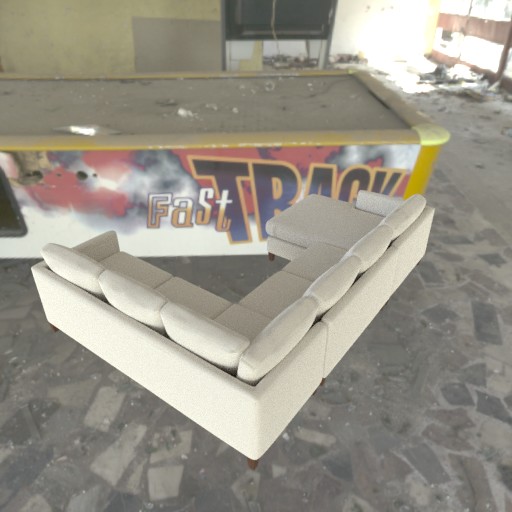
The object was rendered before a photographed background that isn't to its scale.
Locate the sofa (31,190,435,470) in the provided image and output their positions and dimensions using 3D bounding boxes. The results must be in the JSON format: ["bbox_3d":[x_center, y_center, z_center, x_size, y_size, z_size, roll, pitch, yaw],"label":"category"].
[{"bbox_3d":[0.000,0.000,4.641,2.593,0.956,3.459,21,37,31],"label":"sofa"}]
